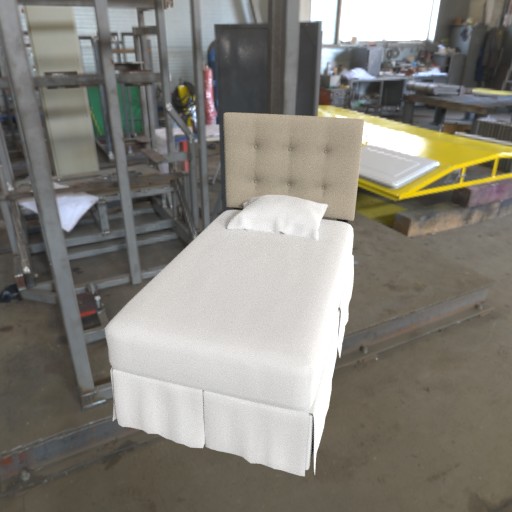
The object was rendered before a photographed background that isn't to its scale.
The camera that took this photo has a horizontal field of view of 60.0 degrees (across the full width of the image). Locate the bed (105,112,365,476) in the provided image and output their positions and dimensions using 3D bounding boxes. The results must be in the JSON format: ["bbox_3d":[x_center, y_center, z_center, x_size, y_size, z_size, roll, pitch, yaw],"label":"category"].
[{"bbox_3d":[0.000,0.000,3.034,1.261,1.571,1.997,8,28,15],"label":"bed"}]
